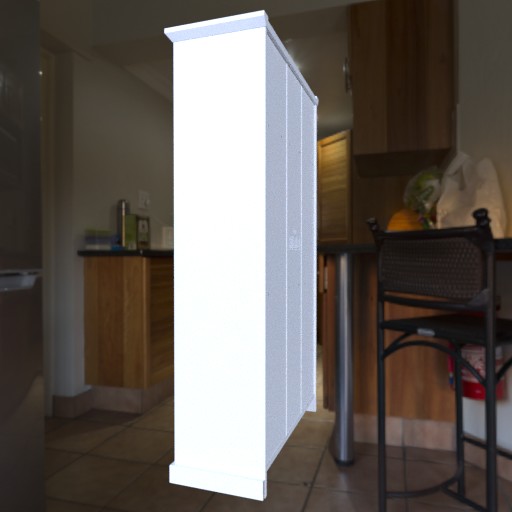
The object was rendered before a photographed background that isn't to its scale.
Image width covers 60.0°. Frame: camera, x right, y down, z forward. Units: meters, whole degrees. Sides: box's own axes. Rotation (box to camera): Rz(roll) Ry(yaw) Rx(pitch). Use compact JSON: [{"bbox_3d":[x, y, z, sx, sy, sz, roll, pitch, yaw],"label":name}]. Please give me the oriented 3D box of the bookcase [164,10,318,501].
[{"bbox_3d":[0.000,0.000,2.258,0.432,1.880,1.050,0,1,19],"label":"bookcase"}]
